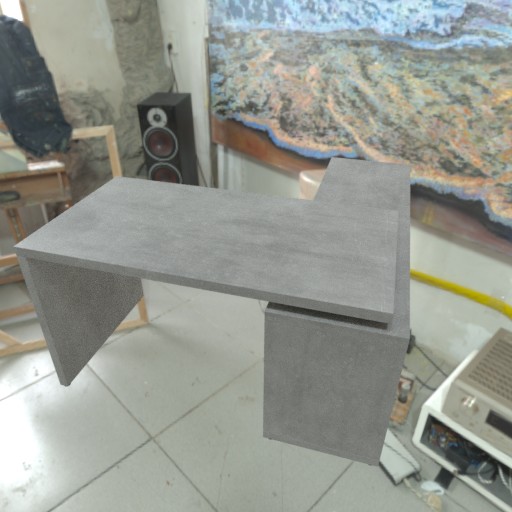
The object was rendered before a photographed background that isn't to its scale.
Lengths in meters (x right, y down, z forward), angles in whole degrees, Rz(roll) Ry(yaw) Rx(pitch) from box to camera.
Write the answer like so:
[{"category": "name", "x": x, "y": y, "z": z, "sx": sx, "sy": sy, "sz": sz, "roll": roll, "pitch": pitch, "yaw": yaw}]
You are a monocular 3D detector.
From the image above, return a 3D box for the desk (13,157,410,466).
[{"category": "desk", "x": 0.000, "y": 0.000, "z": 2.252, "sx": 1.400, "sy": 0.740, "sz": 1.500, "roll": 9, "pitch": 33, "yaw": 14}]
